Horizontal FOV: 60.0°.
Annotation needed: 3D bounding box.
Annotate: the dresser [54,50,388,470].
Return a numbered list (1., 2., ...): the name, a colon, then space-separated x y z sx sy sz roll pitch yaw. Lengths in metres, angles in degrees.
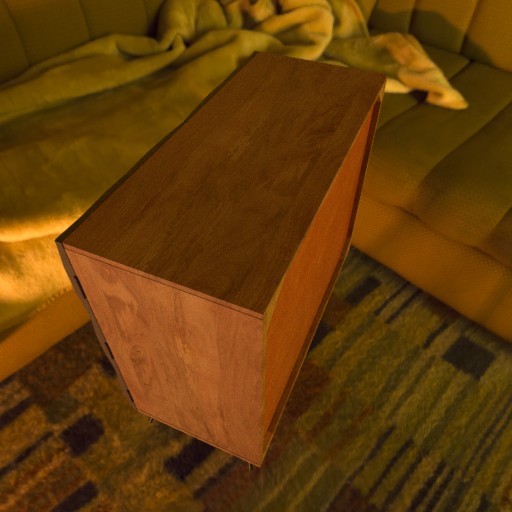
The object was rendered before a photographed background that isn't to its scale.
1. dresser: 0.000 0.000 1.400 0.446 0.847 0.967 18 50 16
